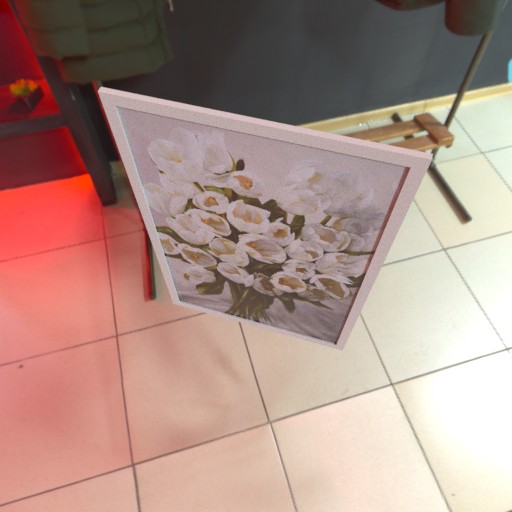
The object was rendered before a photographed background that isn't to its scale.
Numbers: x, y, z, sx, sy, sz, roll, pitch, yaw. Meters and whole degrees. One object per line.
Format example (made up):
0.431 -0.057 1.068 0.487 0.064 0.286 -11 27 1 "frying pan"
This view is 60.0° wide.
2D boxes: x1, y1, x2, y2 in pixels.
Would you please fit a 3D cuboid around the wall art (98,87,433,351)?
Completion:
0.000 0.000 1.253 0.660 0.965 0.015 14 59 9 "wall art"
